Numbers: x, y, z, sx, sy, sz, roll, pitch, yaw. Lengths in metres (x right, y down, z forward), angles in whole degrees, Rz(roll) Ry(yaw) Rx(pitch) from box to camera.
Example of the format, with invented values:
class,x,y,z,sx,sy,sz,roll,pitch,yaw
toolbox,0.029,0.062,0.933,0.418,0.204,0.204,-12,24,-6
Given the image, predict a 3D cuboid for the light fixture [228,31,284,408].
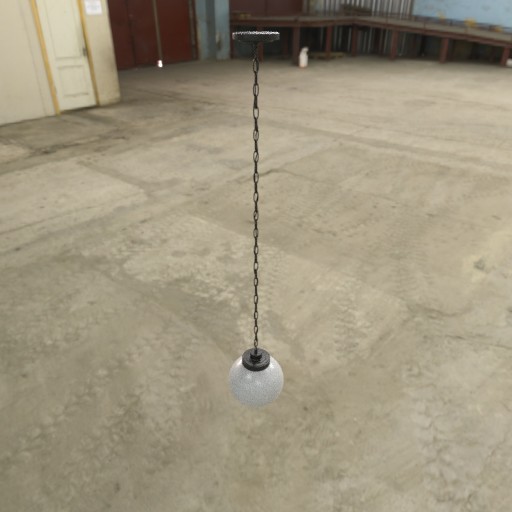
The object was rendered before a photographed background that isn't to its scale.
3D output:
class,x,y,z,sx,sy,sz,roll,pitch,yaw
light fixture,0.000,0.000,2.073,0.304,1.867,0.305,-10,31,-17
